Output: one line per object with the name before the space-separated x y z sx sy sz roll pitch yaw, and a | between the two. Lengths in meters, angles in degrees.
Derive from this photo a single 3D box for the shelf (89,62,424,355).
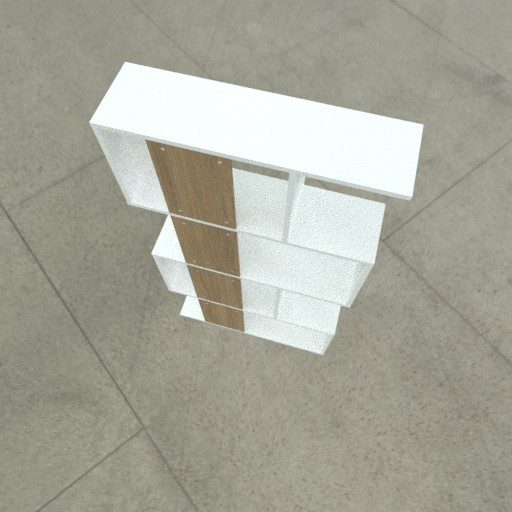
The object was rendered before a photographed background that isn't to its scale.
shelf | 0.000 0.000 1.963 0.890 1.650 0.250 14 65 7
